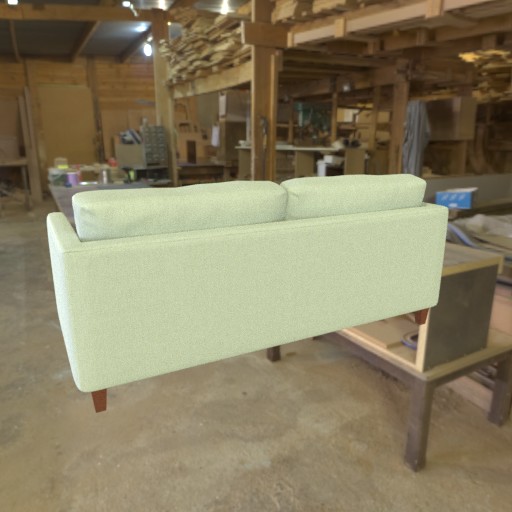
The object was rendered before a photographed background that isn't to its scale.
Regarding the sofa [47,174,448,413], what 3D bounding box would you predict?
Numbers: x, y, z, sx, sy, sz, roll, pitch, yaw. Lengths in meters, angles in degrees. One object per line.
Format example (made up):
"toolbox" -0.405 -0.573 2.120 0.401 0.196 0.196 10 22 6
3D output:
"sofa" 0.000 0.000 2.666 2.208 0.965 0.951 -8 18 -27
